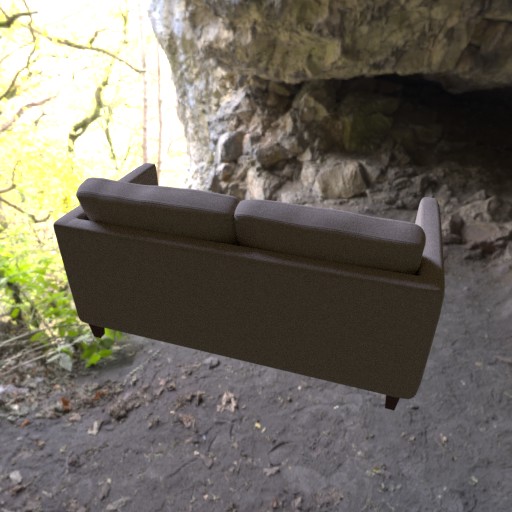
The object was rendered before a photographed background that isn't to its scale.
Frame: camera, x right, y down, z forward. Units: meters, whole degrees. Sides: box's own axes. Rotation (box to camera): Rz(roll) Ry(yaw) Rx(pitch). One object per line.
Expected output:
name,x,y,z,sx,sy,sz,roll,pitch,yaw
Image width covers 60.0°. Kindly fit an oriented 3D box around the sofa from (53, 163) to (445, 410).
sofa,0.000,0.000,2.497,1.884,0.947,0.951,10,33,15
